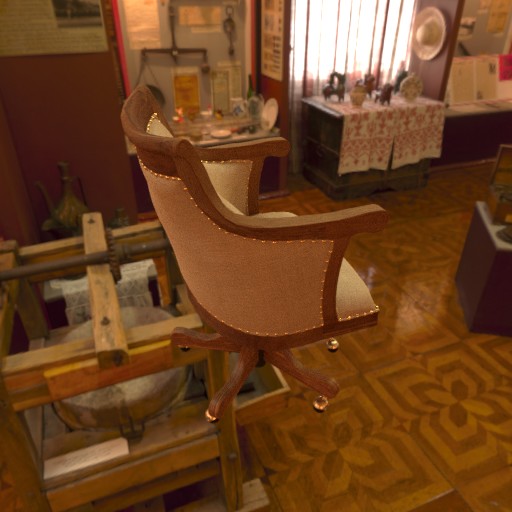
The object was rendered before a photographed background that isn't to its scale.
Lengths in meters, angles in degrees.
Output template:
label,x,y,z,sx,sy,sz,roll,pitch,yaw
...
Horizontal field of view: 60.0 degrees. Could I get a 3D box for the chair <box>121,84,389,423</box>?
label,x,y,z,sx,sy,sz,roll,pitch,yaw
chair,0.000,0.000,1.406,0.689,0.965,0.656,-11,33,-17
